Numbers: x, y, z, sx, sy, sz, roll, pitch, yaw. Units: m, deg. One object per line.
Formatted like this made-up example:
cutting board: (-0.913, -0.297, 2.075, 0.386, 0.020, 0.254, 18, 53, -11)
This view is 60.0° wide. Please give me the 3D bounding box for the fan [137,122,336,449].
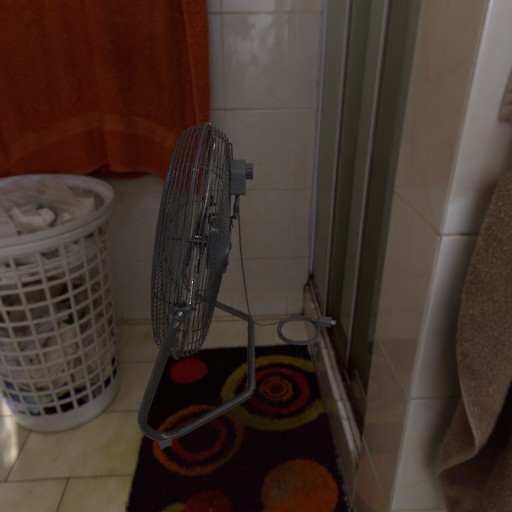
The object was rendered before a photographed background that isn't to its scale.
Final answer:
fan: (0.000, 0.000, 0.941, 0.424, 0.546, 0.555, 0, 27, 0)
